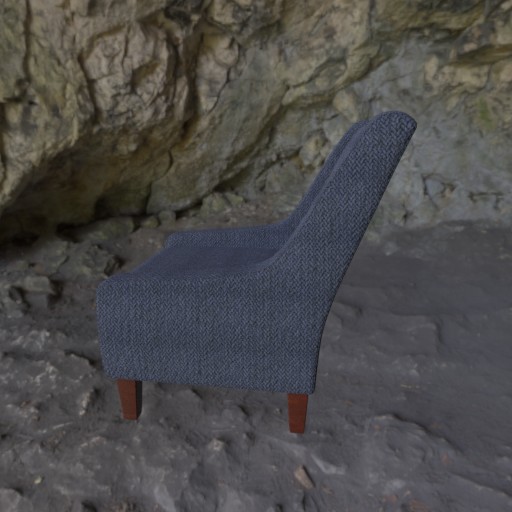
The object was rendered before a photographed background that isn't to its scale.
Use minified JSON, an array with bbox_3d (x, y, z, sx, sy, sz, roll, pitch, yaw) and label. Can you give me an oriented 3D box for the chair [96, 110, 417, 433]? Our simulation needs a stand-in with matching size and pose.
[{"bbox_3d":[0.000,0.000,1.689,0.944,1.012,0.793,2,15,7],"label":"chair"}]
